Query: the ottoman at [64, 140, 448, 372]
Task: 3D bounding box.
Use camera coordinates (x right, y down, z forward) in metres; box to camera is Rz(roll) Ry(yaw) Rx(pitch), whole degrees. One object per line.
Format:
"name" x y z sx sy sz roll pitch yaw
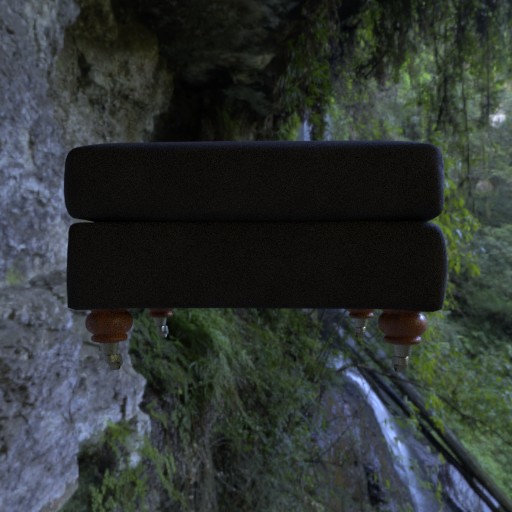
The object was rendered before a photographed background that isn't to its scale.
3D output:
"ottoman" 0.000 0.000 1.131 0.773 0.497 0.574 0 -1 2
